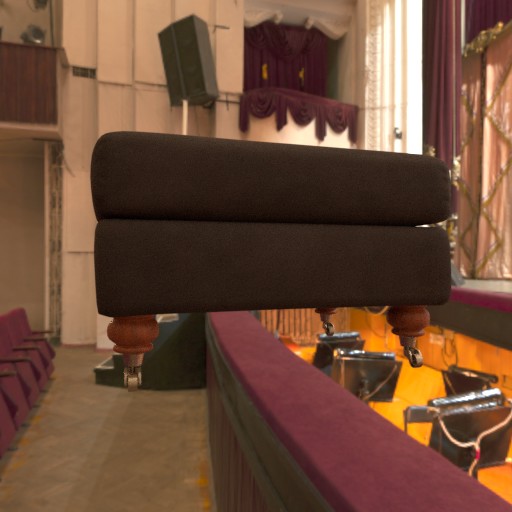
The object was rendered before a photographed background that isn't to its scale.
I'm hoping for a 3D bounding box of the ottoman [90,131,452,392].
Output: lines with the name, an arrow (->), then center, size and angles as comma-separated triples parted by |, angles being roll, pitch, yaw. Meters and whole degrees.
ottoman -> 0.000, 0.000, 1.129 | 0.773, 0.497, 0.574 | 0, 0, -17
